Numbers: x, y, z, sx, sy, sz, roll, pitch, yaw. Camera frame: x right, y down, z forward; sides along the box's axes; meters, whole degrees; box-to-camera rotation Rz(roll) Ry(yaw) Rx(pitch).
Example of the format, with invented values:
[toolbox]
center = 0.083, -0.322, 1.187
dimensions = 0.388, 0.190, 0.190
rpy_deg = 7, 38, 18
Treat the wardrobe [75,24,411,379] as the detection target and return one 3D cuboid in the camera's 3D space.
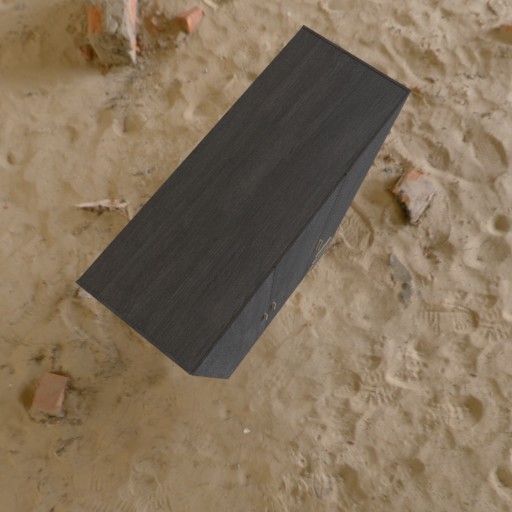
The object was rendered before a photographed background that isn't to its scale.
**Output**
[wardrobe]
center = 0.000, 0.000, 2.468
dimensions = 0.510, 1.910, 1.290
rpy_deg = 36, 77, 9
